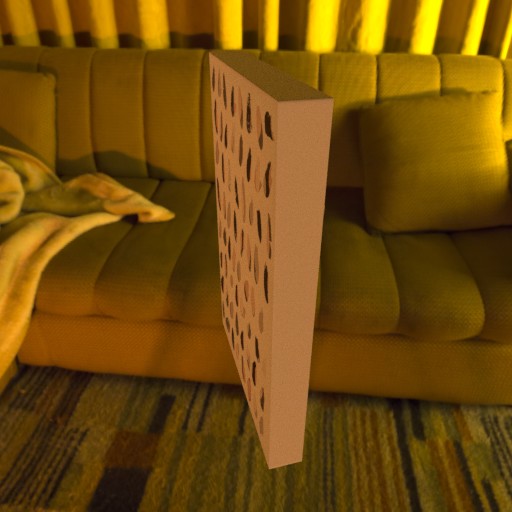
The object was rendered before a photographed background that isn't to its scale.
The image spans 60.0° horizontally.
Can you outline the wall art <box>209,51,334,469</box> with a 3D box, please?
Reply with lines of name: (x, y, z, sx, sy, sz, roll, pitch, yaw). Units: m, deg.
wall art: (0.000, 0.000, 0.485, 0.039, 0.381, 0.252, -8, 32, -13)
